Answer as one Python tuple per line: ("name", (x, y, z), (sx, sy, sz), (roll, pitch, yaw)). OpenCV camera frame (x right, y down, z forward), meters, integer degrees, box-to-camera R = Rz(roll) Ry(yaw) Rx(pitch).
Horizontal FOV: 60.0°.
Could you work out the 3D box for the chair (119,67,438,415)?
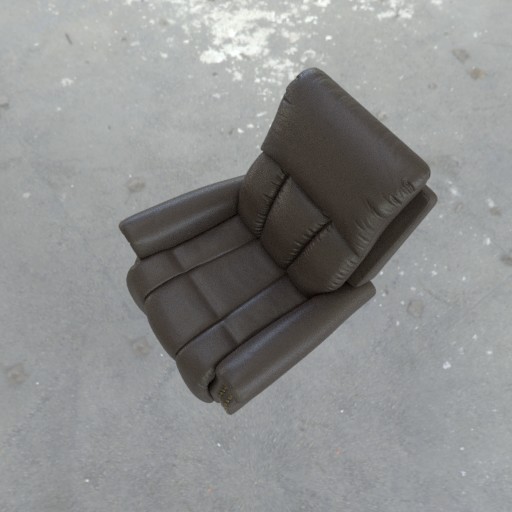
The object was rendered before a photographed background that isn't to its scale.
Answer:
("chair", (0.000, 0.000, 1.753), (0.978, 1.028, 0.869), (-33, 67, -15))
